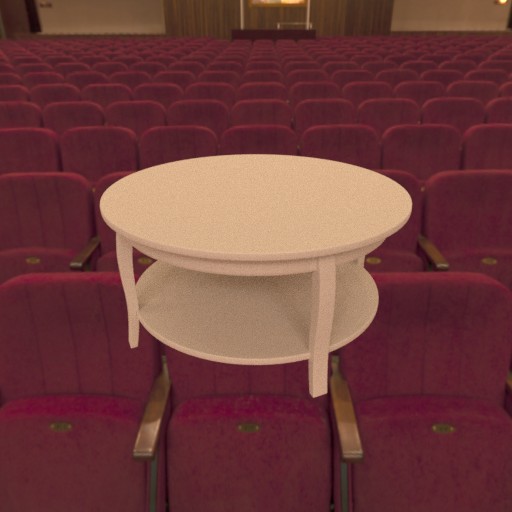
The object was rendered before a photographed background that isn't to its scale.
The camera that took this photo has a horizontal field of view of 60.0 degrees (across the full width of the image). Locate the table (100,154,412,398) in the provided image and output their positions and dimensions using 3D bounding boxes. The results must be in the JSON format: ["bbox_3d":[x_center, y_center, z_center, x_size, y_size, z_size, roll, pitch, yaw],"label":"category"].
[{"bbox_3d":[0.000,0.000,1.454,0.910,0.457,0.910,0,26,0],"label":"table"}]
